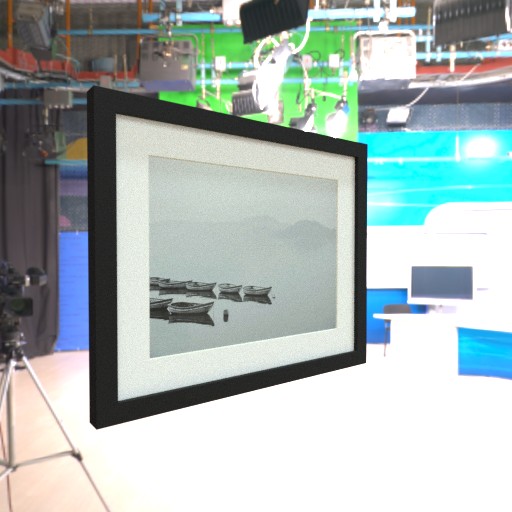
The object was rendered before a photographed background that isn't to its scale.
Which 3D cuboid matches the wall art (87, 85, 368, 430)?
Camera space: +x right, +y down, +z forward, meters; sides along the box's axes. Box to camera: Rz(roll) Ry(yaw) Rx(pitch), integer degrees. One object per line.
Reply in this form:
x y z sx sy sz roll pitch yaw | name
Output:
0.000 0.000 0.763 0.554 0.454 0.030 -1 2 -37 | wall art
